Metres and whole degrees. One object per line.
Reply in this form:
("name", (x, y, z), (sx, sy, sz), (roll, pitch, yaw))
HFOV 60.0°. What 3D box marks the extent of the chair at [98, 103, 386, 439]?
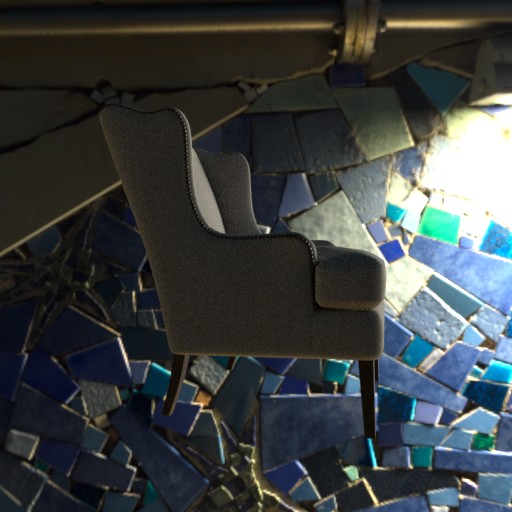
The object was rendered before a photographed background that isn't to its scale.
("chair", (0.000, 0.000, 1.665), (0.940, 1.029, 0.737), (0, 0, 16))
